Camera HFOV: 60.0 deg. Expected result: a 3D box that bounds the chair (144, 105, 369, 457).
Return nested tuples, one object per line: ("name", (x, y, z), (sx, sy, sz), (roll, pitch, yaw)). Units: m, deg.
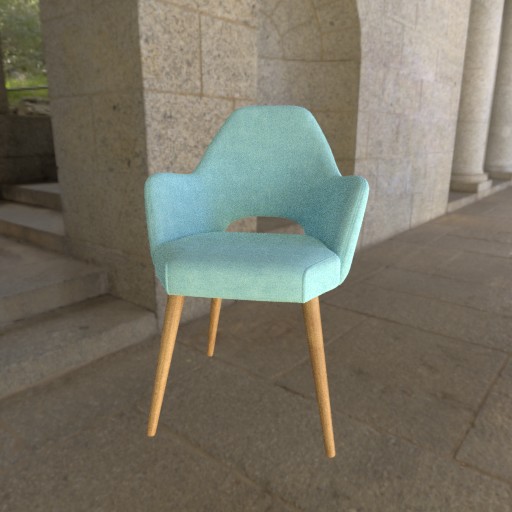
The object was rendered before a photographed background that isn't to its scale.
("chair", (0.000, 0.000, 1.257), (0.590, 0.840, 0.610), (3, 16, 9))
